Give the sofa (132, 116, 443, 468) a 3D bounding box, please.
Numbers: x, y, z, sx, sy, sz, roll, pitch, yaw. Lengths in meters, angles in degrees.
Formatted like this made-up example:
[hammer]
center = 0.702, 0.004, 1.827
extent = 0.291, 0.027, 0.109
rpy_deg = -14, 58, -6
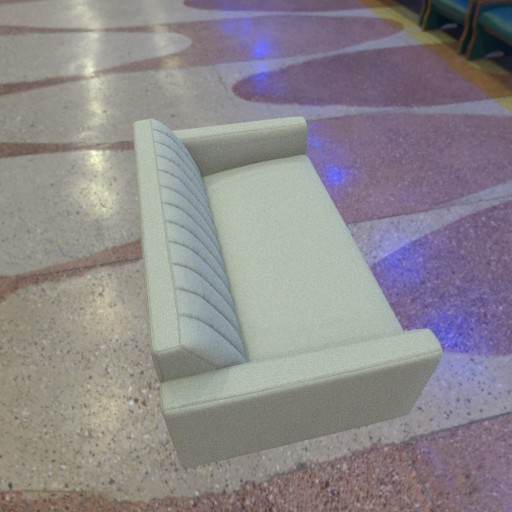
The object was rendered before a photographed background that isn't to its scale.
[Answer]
[sofa]
center = 0.000, 0.000, 2.086
extent = 0.950, 0.801, 1.585
rpy_deg = -10, 47, -9
